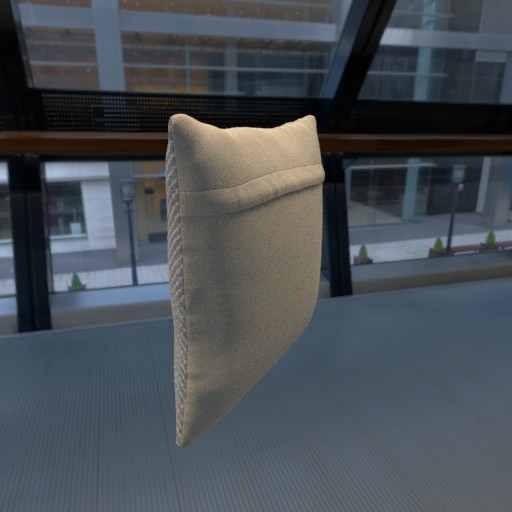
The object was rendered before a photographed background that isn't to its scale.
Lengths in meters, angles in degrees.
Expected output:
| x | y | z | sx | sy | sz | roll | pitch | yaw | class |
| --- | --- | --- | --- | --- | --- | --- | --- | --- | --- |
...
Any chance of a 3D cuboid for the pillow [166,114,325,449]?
| x | y | z | sx | sy | sz | roll | pitch | yaw | class |
| --- | --- | --- | --- | --- | --- | --- | --- | --- | --- |
| 0.000 | 0.000 | 0.753 | 0.181 | 0.458 | 0.459 | 9 | 19 | 25 | pillow |
